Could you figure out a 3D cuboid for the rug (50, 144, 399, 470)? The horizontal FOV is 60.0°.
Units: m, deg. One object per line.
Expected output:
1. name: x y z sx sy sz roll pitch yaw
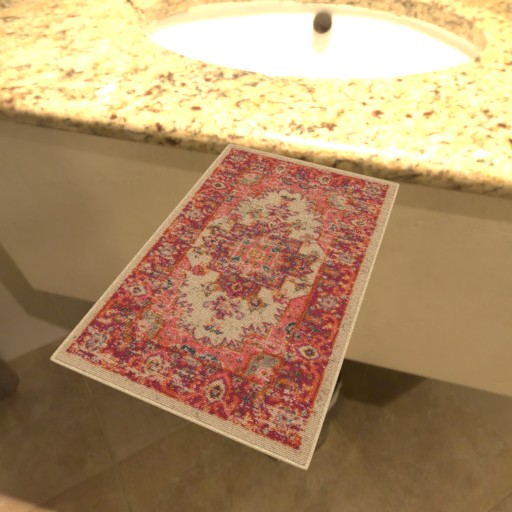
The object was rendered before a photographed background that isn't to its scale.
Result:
1. rug: 0.000 0.000 1.108 0.556 0.004 0.868 17 49 15
